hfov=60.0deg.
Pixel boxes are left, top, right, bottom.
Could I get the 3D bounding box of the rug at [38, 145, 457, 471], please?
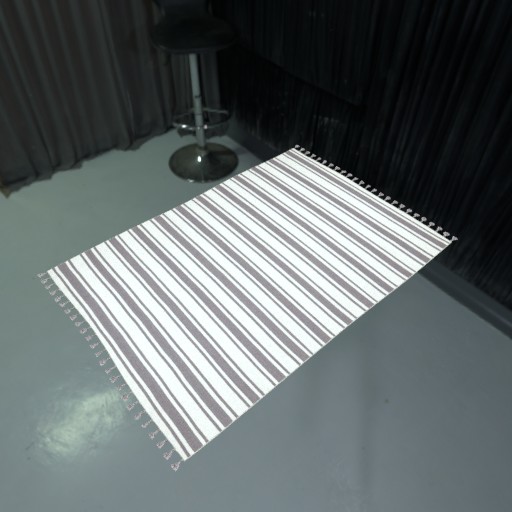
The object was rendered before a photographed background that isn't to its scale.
[{"bbox_3d":[0.000,0.000,3.804,3.040,0.017,2.030,-32,54,-27],"label":"rug"}]
